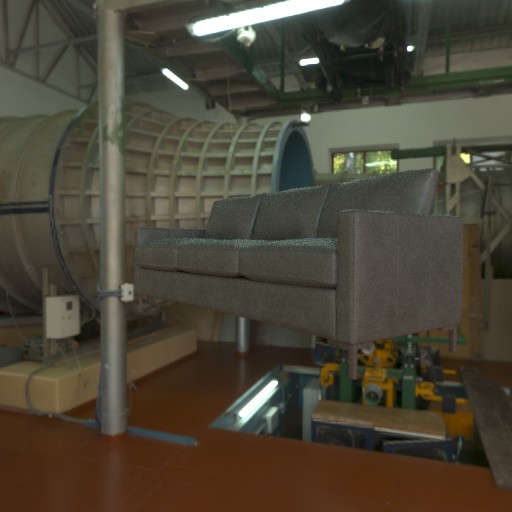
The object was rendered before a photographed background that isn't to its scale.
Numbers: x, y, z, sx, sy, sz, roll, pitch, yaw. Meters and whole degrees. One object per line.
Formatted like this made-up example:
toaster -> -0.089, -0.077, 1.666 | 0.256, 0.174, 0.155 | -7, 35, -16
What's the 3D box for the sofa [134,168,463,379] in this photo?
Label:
sofa -> 0.000, 0.000, 2.481 | 0.748, 0.805, 2.029 | -1, 2, -36
